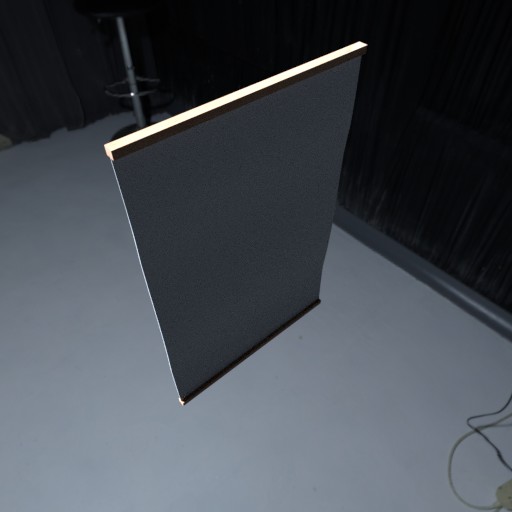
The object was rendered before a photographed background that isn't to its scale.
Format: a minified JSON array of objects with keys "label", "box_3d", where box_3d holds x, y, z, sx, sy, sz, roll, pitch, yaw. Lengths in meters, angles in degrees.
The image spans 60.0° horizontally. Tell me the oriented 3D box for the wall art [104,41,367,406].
[{"label":"wall art","box_3d":[0.000,0.000,0.638,0.332,0.508,0.012,-32,55,-26]}]
